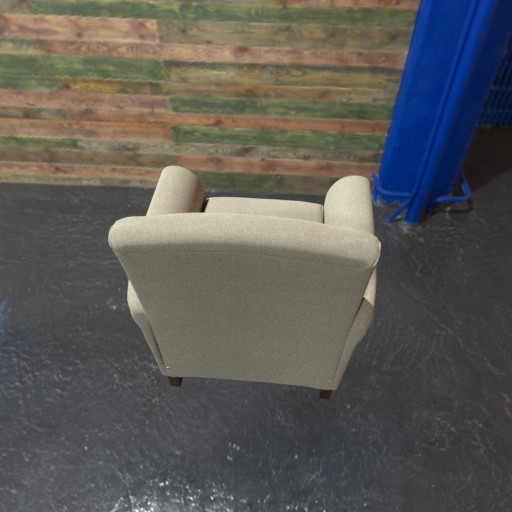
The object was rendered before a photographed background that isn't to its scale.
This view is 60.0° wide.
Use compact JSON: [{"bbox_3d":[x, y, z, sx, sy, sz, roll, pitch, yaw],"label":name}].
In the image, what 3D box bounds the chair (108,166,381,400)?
[{"bbox_3d":[0.000,0.000,1.815,0.978,1.061,0.905,4,46,4],"label":"chair"}]
